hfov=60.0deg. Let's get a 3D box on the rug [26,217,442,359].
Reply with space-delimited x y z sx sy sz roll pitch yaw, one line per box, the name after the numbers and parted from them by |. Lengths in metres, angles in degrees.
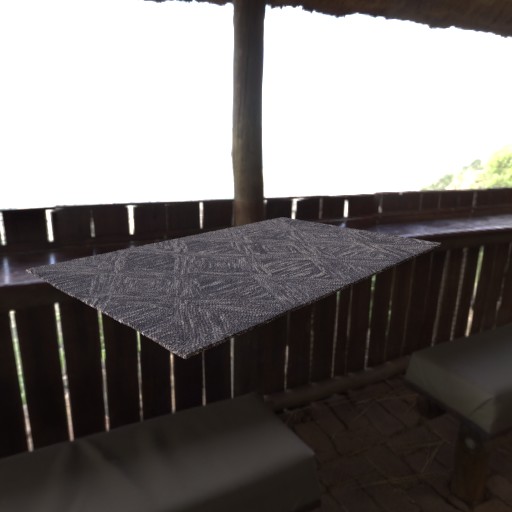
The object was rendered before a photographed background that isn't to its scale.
0.000 0.000 2.256 1.186 0.012 1.814 14 21 42 | rug
